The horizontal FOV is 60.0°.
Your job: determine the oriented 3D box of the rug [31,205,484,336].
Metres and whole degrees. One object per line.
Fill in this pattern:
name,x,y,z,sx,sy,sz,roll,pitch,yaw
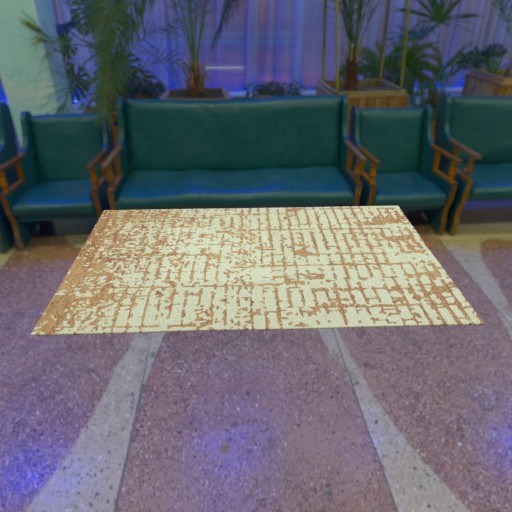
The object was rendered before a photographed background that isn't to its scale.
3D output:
rug,0.000,0.000,3.018,2.435,0.011,1.517,-1,31,-2
